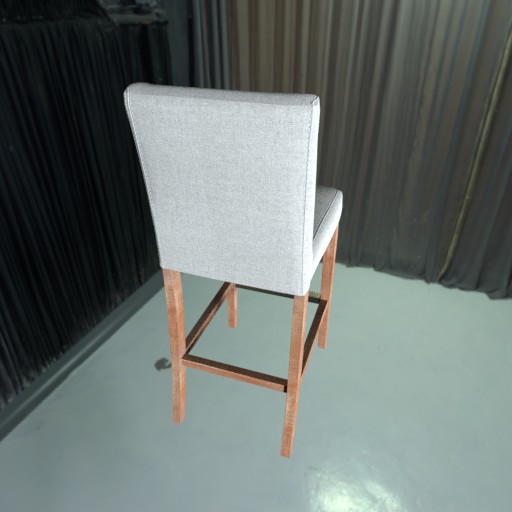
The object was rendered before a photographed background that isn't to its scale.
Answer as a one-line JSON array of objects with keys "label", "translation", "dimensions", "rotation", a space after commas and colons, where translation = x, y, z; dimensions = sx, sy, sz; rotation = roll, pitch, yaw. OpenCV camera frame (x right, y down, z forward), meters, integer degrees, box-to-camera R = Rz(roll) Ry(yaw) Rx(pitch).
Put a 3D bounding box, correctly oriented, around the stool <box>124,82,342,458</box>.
[{"label": "stool", "translation": [0.000, 0.000, 1.382], "dimensions": [0.439, 1.088, 0.570], "rotation": [10, 33, 16]}]
